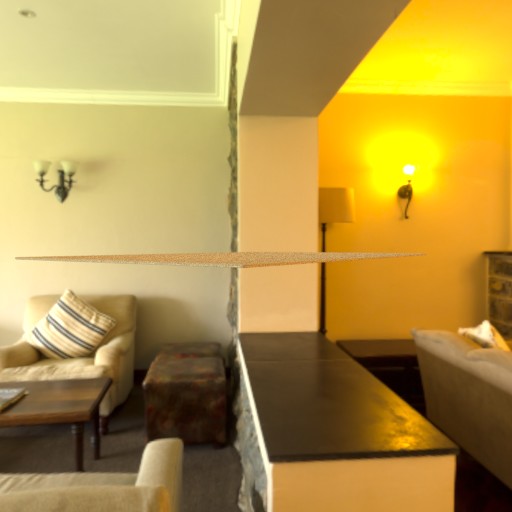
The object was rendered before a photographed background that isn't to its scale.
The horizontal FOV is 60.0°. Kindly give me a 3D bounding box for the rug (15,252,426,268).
[{"bbox_3d":[0.000,0.000,2.269,1.219,0.010,1.829,1,2,35],"label":"rug"}]
